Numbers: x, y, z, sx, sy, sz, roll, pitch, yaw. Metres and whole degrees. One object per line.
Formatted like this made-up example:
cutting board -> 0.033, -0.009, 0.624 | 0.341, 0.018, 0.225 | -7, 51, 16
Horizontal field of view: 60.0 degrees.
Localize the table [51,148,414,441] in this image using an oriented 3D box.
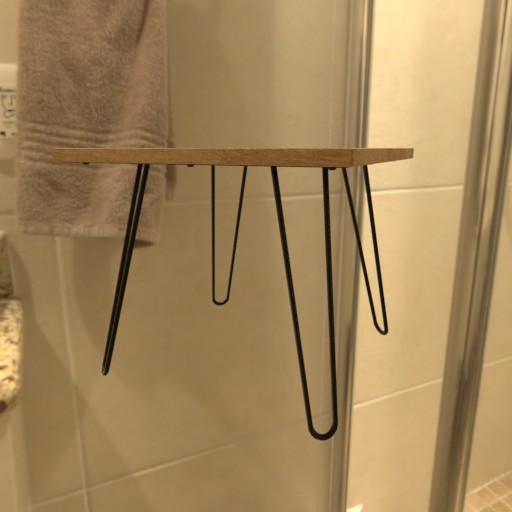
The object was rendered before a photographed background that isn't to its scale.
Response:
table -> 0.000, 0.000, 1.056 | 0.599, 0.500, 0.599 | 7, 15, 26
